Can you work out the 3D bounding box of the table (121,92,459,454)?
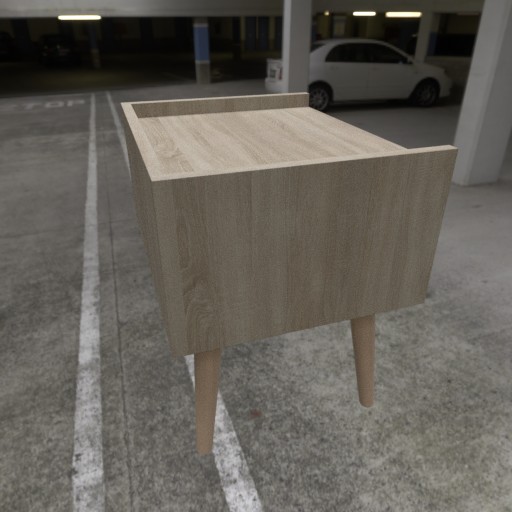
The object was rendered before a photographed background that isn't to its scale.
[{"bbox_3d":[0.000,0.000,0.789,0.370,0.470,0.450,-9,30,-16],"label":"table"}]
